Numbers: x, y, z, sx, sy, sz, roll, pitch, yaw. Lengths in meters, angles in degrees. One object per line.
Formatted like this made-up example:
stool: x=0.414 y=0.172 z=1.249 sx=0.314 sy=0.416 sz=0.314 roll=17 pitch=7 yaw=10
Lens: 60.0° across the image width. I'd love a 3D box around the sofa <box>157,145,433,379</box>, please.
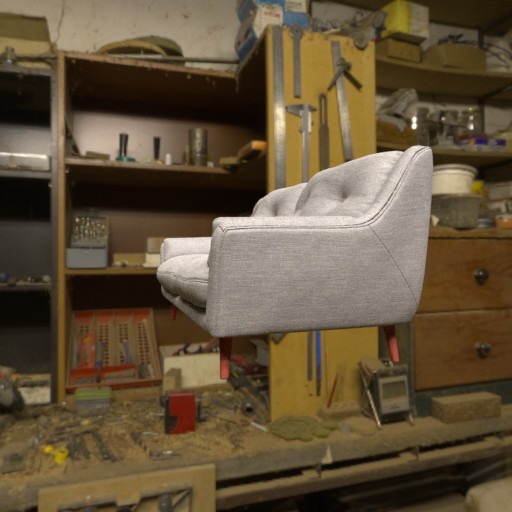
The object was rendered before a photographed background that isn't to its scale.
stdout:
sofa: x=0.000 y=0.000 z=2.452 sx=0.976 sy=0.897 sz=1.930 roll=0 pitch=0 yaw=-17
